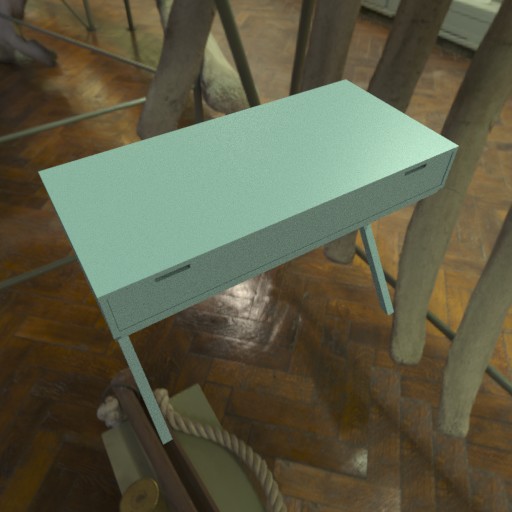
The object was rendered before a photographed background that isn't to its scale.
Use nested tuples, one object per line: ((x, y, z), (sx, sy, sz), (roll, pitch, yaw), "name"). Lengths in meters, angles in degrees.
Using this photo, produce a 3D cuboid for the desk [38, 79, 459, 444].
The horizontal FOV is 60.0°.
((0.000, 0.000, 1.509), (1.059, 0.780, 0.509), (-24, 51, -21), "desk")
